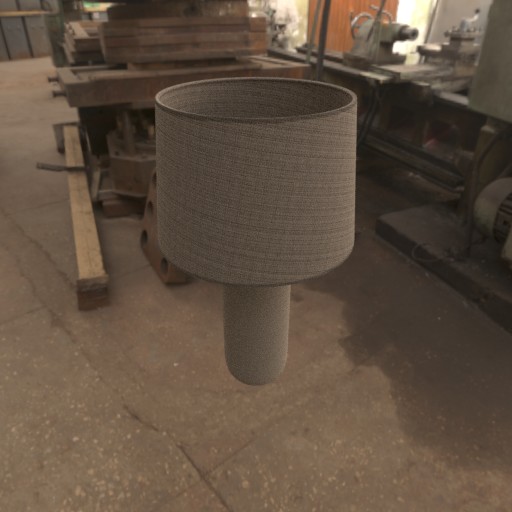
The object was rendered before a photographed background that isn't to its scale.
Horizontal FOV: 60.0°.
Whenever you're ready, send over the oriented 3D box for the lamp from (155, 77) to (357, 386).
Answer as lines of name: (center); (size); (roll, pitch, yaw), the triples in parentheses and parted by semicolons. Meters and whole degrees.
lamp: (0.000, 0.000, 0.869); (0.367, 0.609, 0.367); (0, 31, 0)
